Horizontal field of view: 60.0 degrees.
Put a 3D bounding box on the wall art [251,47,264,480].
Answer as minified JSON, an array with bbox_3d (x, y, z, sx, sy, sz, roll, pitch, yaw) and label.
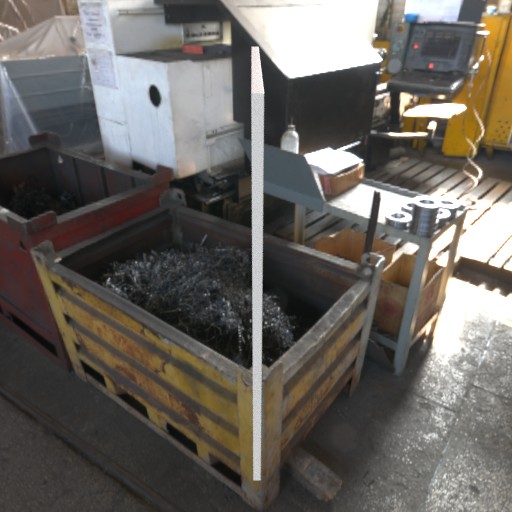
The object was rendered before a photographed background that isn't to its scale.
[{"bbox_3d":[0.000,0.000,0.815,0.013,0.656,0.456,0,31,0],"label":"wall art"}]
